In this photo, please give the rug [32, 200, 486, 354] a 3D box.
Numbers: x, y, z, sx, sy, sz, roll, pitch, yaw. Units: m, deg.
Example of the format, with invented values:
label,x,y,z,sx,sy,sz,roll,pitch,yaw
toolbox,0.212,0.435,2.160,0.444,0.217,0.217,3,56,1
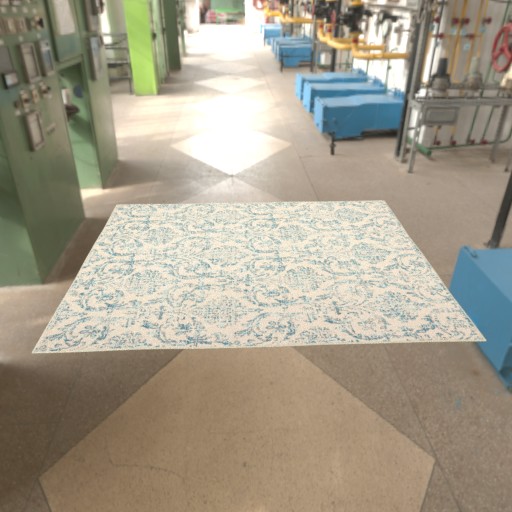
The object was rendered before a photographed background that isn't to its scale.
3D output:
label,x,y,z,sx,sy,sz,roll,pitch,yaw
rug,0.000,0.000,3.916,2.980,0.012,2.363,-1,30,-2
